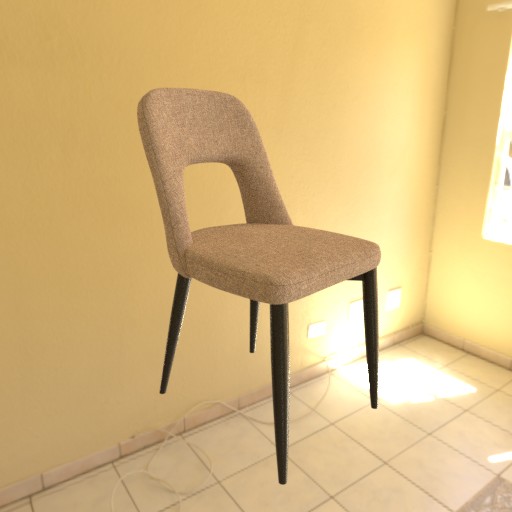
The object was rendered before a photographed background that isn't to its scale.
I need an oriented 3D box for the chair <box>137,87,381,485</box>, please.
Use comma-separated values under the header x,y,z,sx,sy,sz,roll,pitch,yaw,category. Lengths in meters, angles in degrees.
x,y,z,sx,sy,sz,roll,pitch,yaw,category
0.000,0.000,1.269,0.612,0.931,0.470,15,22,43,chair
